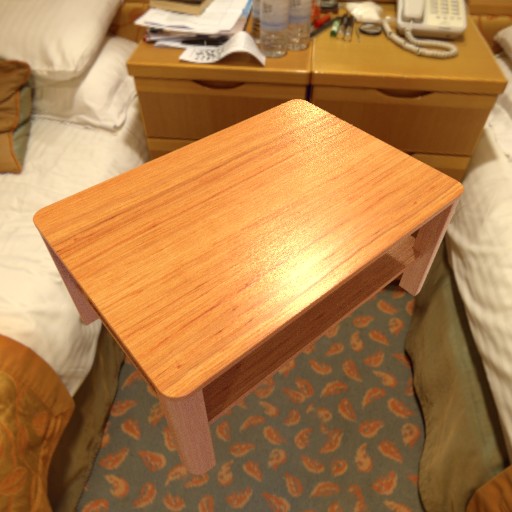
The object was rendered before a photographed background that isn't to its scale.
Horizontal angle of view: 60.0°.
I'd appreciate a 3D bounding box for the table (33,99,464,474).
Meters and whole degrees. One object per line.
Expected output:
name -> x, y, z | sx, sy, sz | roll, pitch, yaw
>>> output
table -> 0.000, 0.000, 1.375 | 0.997, 0.445, 0.696 | -32, 54, -26
